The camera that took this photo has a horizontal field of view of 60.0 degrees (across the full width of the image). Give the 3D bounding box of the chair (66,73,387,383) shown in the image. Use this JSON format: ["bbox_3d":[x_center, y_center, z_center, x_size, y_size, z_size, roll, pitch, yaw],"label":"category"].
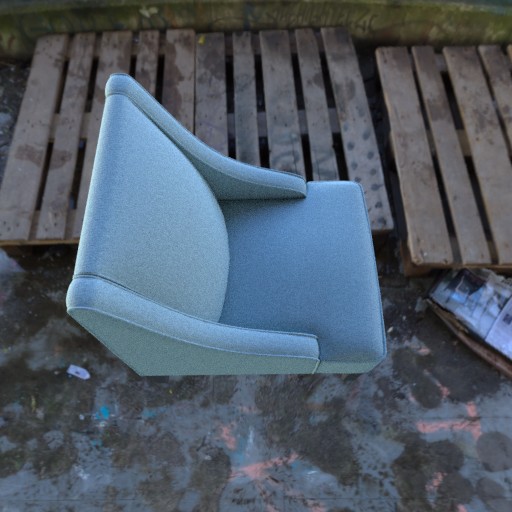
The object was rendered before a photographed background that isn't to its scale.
[{"bbox_3d":[0.000,0.000,1.828,1.025,1.133,0.857,-1,64,0],"label":"chair"}]
